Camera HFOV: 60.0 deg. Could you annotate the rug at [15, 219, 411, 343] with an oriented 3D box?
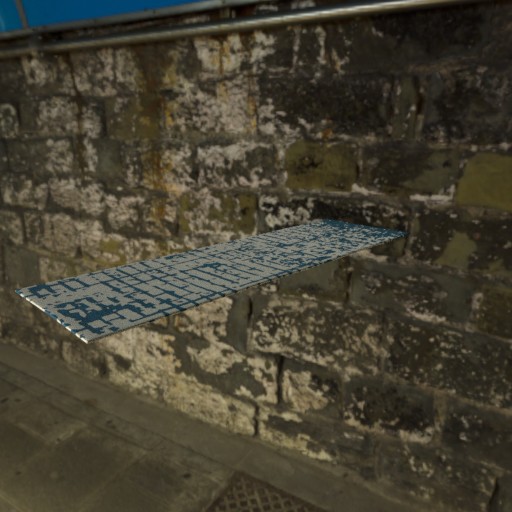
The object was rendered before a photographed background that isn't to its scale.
[{"bbox_3d":[0.000,0.000,2.643,0.750,0.011,2.435,15,22,43],"label":"rug"}]
